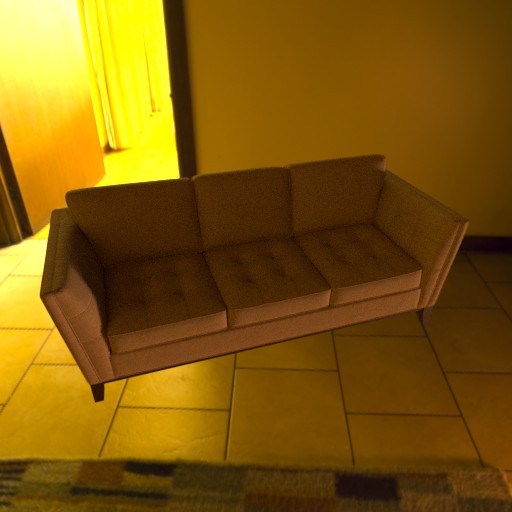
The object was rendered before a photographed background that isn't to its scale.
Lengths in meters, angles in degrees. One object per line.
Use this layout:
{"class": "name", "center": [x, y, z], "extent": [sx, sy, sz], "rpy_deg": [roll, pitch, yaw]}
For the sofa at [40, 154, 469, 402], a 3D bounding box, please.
{"class": "sofa", "center": [0.000, 0.000, 2.868], "extent": [2.388, 0.940, 0.965], "rpy_deg": [-10, 33, -15]}
